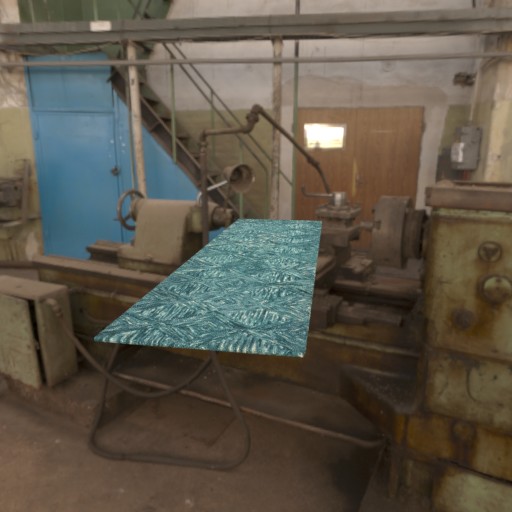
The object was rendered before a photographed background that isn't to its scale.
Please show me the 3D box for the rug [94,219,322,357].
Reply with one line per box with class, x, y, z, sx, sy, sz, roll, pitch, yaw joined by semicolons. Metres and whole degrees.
rug;0.000;0.000;2.458;0.676;0.016;2.286;2;15;9
